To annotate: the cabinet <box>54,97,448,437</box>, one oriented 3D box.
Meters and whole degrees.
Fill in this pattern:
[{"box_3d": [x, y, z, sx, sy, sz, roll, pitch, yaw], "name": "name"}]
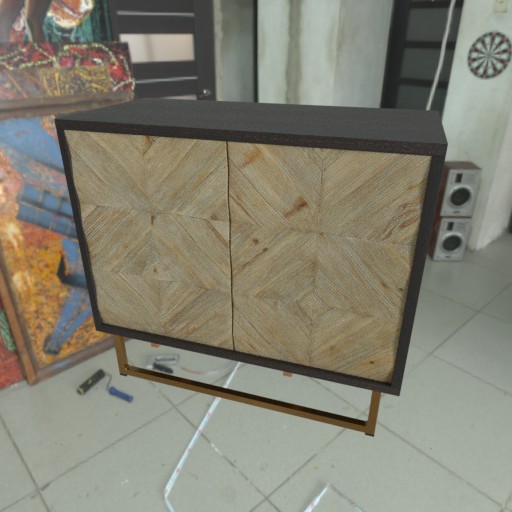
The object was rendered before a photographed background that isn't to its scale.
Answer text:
[{"box_3d": [0.000, 0.000, 1.397, 0.950, 0.860, 0.451, 8, 28, 16], "name": "cabinet"}]
